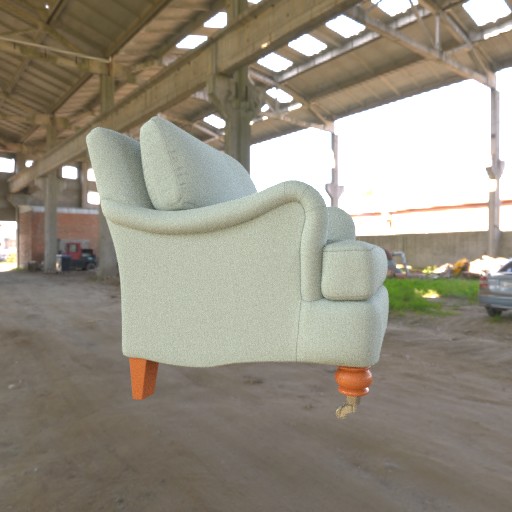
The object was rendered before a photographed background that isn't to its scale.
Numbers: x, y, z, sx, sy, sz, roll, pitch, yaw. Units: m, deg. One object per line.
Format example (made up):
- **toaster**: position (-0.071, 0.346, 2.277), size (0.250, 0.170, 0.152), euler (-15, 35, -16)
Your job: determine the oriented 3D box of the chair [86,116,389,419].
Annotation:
- **chair**: position (0.000, 0.000, 1.897), size (1.070, 1.038, 0.955), euler (0, 0, 18)
